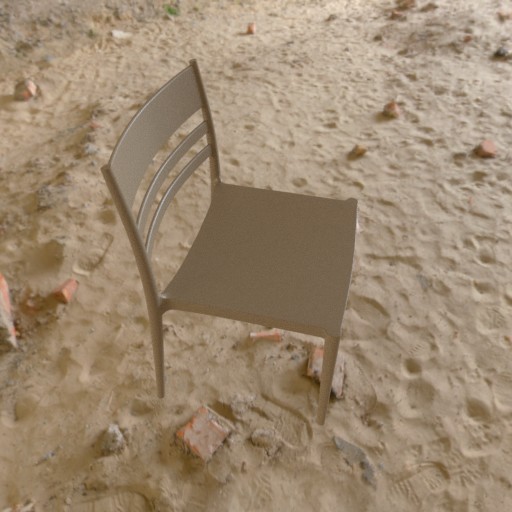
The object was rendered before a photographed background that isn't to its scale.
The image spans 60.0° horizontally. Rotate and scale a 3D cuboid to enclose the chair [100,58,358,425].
[{"bbox_3d":[0.000,0.000,1.165,0.511,0.800,0.531,10,47,9],"label":"chair"}]
